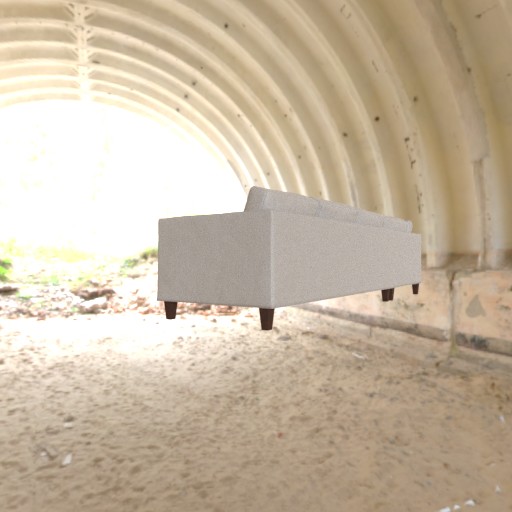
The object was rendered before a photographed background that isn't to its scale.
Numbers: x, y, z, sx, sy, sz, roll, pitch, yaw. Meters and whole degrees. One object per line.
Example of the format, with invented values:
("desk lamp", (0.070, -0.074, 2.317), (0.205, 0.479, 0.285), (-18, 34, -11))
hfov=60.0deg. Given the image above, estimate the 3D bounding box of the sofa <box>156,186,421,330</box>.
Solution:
("sofa", (0.000, 0.000, 4.446), (2.432, 0.863, 3.182), (0, 0, 35))
